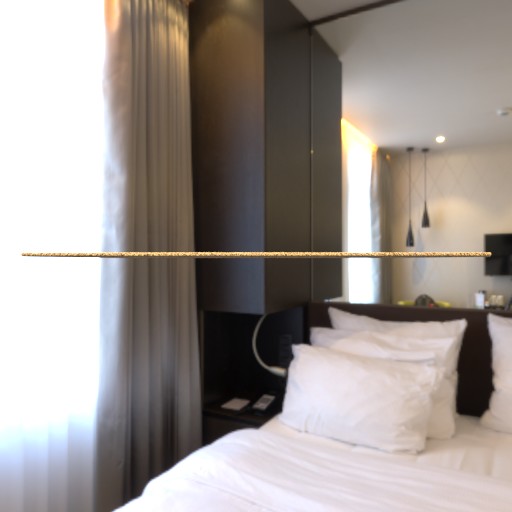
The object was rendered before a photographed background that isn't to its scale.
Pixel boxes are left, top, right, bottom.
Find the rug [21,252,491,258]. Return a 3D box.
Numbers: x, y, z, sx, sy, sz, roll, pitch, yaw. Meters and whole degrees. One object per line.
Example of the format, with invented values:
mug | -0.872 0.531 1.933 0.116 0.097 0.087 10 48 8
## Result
rug | 0.000 0.000 3.411 2.698 0.025 1.798 0 0 0
